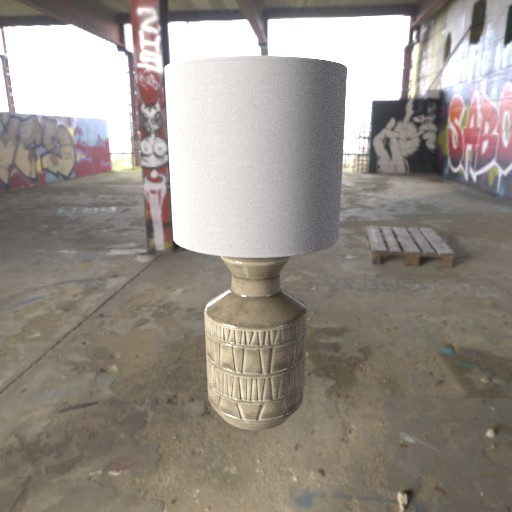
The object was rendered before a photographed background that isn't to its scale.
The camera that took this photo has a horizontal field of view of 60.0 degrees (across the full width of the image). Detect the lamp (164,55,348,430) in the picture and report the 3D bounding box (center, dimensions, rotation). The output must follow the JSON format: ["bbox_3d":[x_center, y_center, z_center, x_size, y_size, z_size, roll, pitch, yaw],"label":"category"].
[{"bbox_3d":[0.000,0.000,0.582,0.211,0.455,0.211,8,18,25],"label":"lamp"}]
